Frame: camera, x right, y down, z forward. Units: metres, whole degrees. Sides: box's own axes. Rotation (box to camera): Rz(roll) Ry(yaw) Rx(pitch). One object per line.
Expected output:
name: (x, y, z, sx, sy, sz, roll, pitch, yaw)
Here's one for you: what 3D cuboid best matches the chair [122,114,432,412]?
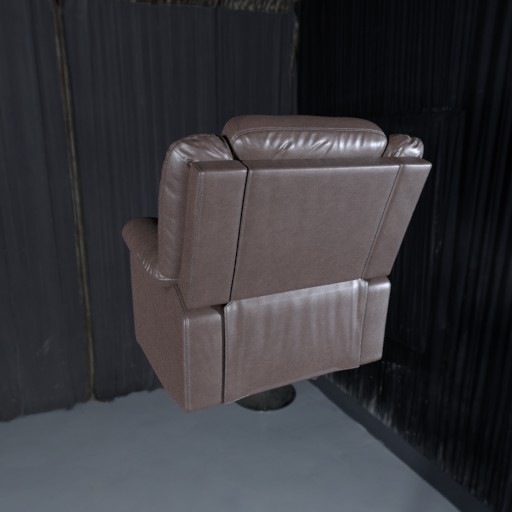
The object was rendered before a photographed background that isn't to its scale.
chair: (0.000, 0.000, 1.713, 0.899, 1.009, 0.934, -7, 16, -26)
